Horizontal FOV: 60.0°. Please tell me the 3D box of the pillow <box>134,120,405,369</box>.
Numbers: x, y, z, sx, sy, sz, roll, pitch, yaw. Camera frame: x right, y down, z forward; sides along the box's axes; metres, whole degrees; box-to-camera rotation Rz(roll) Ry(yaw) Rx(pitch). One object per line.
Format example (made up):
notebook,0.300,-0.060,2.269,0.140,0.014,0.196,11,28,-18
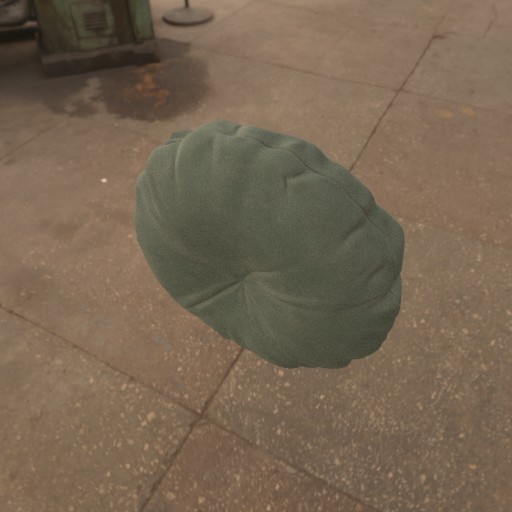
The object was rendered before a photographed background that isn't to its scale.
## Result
pillow,0.000,0.000,0.654,0.428,0.407,0.148,22,50,20
